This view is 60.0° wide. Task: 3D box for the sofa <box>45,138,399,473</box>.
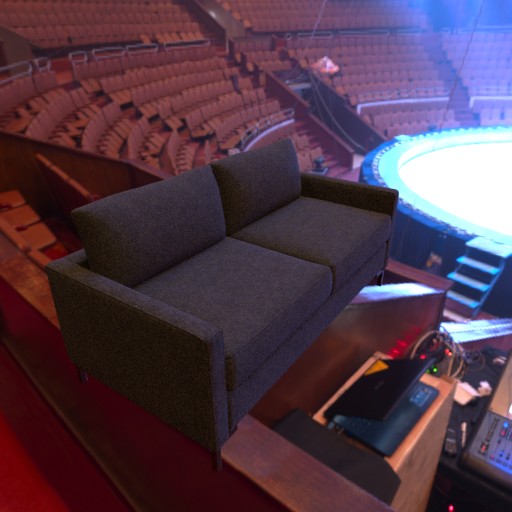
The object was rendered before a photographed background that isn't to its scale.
[{"bbox_3d":[0.000,0.000,2.217,0.866,0.862,1.716,18,32,31],"label":"sofa"}]
